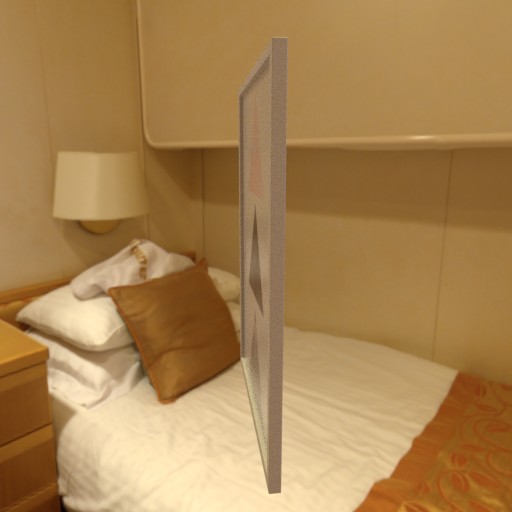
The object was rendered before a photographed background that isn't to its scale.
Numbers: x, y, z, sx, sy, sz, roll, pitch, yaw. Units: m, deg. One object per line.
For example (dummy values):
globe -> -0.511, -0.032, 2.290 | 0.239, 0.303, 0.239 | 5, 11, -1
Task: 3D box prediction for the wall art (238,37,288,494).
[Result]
wall art -> 0.000, 0.000, 0.554 | 0.013, 0.433, 0.303 | -2, 13, -7
